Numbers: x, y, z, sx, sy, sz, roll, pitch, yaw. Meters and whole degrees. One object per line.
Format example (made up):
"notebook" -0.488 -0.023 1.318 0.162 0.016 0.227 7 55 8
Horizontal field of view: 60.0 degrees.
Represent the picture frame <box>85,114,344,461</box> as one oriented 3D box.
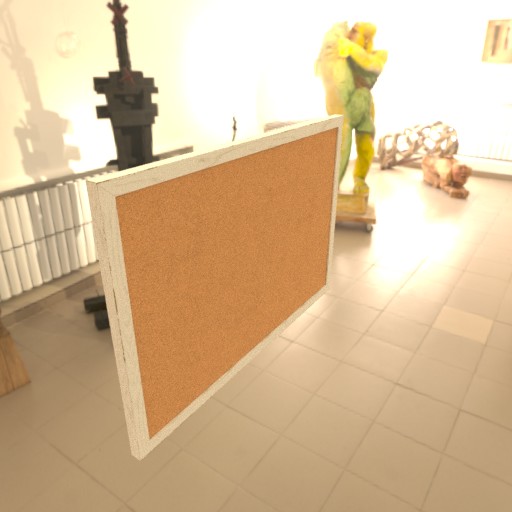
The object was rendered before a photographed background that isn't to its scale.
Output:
"picture frame" 0.000 0.000 1.217 0.029 0.640 0.950 17 30 31
